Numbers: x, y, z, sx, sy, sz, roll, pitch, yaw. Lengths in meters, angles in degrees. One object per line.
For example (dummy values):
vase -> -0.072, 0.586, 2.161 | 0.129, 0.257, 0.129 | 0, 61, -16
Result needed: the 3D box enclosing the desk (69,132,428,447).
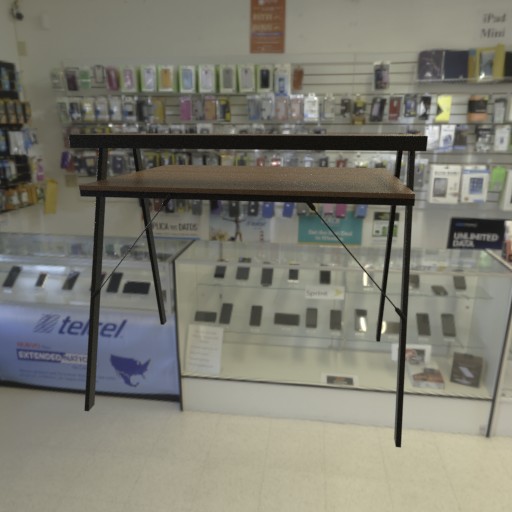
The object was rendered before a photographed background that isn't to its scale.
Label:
desk -> 0.000, 0.000, 1.868 | 1.143, 0.998, 0.936 | 3, 17, 10
